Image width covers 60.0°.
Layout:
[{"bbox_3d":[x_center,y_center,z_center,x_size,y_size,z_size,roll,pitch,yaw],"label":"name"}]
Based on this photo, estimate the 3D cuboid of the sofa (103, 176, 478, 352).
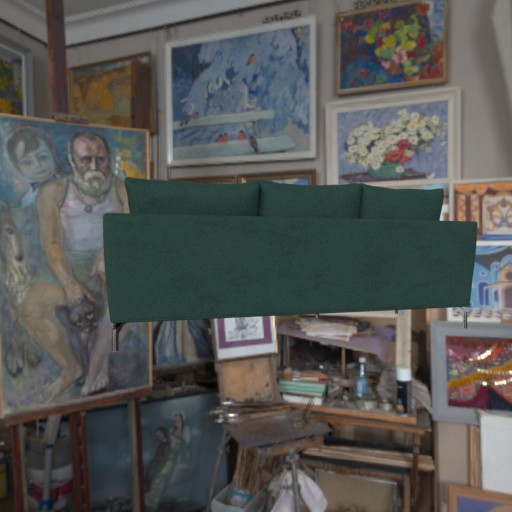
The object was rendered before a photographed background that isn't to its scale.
[{"bbox_3d":[0.000,0.000,3.861,2.452,1.004,2.468,0,1,-17],"label":"sofa"}]
